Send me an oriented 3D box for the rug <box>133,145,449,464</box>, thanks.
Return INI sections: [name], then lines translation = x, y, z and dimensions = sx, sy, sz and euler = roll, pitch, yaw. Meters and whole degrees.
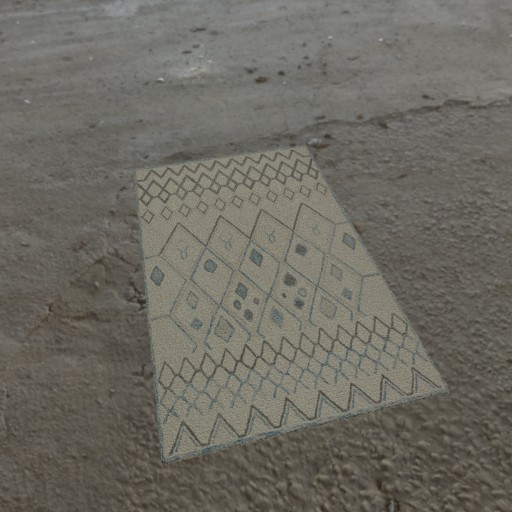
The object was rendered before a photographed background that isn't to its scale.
[rug]
translation = 0.000, 0.000, 3.043
dimensions = 1.524, 0.015, 2.439
euler = -10, 47, -9
